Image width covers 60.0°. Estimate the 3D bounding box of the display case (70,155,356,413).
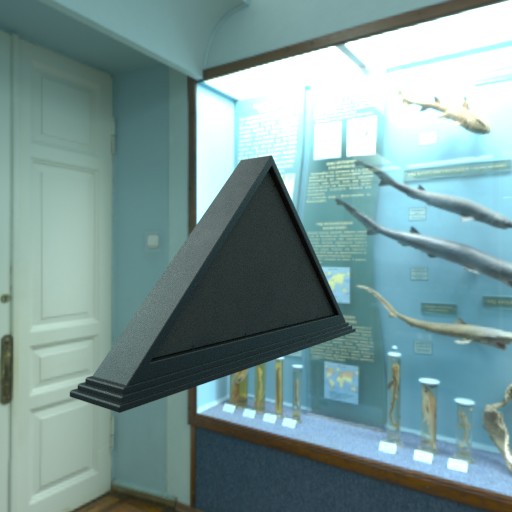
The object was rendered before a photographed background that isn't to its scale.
[{"bbox_3d":[0.000,0.000,0.767,0.095,0.340,0.640,0,0,36],"label":"display case"}]
